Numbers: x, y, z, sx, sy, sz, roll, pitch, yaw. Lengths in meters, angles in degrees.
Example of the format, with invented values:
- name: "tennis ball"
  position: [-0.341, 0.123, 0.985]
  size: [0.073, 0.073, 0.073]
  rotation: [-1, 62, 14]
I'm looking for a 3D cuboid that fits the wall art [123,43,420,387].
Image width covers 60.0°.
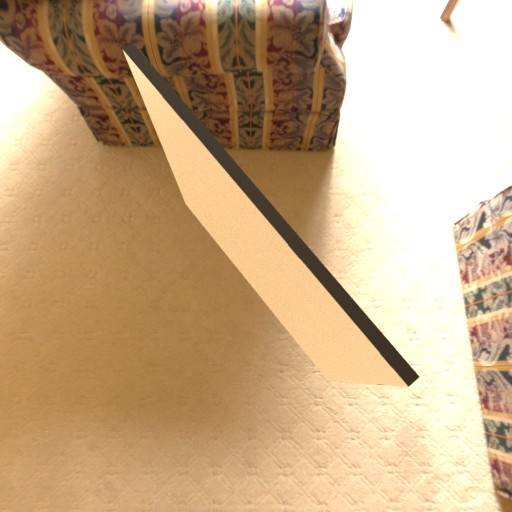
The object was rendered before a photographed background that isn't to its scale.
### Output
- name: "wall art"
  position: [0.000, 0.000, 0.647]
  size: [0.014, 0.445, 0.446]
  rotation: [-37, 78, -9]
